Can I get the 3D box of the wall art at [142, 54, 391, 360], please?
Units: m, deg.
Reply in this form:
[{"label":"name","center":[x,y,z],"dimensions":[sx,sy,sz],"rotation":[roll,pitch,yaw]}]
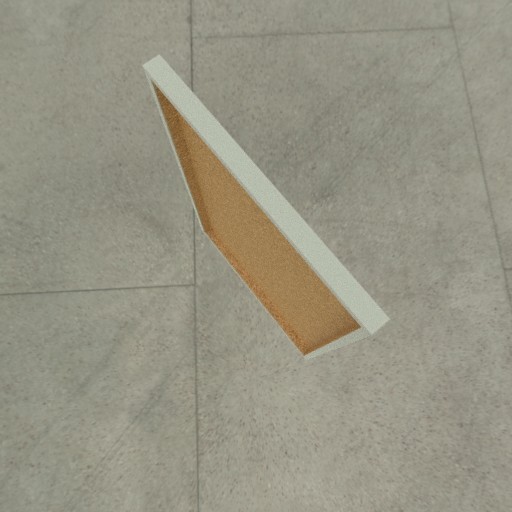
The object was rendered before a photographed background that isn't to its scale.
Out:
[{"label":"wall art","center":[0.000,0.000,1.174],"dimensions":[0.038,0.914,0.610],"rotation":[-37,78,-10]}]
